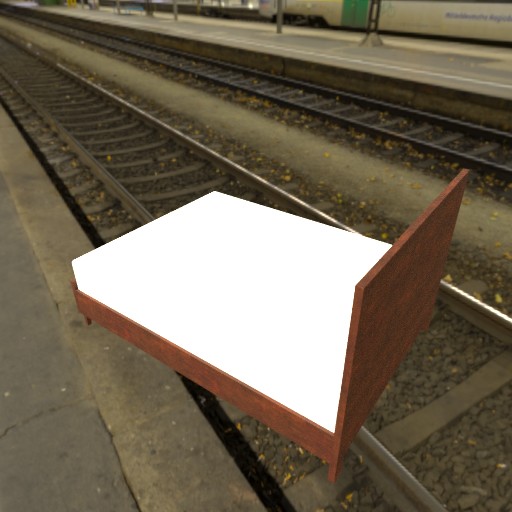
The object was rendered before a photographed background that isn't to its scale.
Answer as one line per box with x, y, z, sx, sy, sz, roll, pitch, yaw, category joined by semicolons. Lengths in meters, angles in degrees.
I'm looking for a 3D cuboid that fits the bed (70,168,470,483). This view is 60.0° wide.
0.000;0.000;3.130;2.184;1.270;1.600;21;37;30;bed
